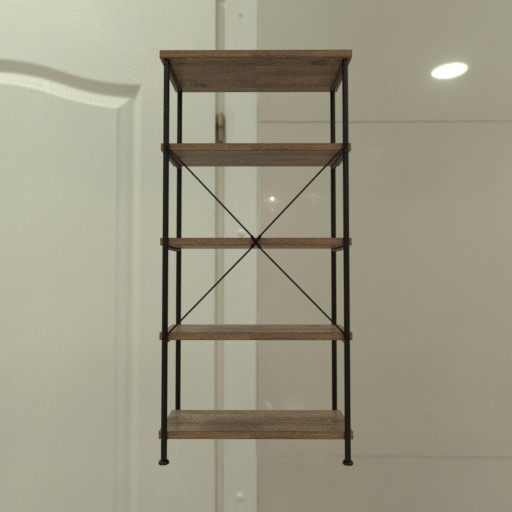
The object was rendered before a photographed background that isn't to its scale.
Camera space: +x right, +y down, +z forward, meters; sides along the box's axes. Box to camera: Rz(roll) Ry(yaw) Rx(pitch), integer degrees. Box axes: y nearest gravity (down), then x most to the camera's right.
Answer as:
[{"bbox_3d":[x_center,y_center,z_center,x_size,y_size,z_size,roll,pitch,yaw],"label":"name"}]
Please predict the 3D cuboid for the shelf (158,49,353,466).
[{"bbox_3d":[0.000,0.000,1.989,0.800,1.700,0.360,0,-2,0],"label":"shelf"}]
